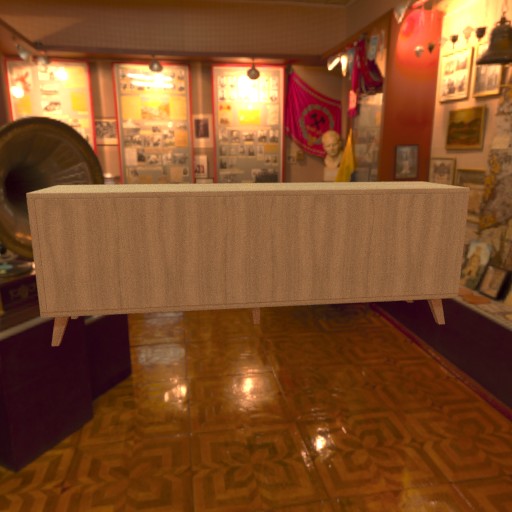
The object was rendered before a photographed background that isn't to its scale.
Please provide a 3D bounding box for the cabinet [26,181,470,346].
[{"bbox_3d":[0.000,0.000,2.506,2.198,0.779,0.499,-2,14,-8],"label":"cabinet"}]
